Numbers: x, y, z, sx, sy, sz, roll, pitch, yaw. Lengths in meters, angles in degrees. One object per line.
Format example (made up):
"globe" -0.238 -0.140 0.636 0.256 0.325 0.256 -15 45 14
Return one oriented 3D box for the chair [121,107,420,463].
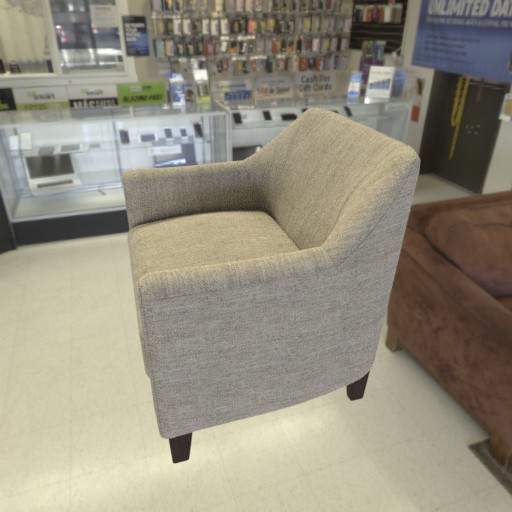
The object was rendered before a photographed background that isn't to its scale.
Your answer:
"chair" 0.000 0.000 1.389 0.758 0.761 0.796 -9 30 -15
